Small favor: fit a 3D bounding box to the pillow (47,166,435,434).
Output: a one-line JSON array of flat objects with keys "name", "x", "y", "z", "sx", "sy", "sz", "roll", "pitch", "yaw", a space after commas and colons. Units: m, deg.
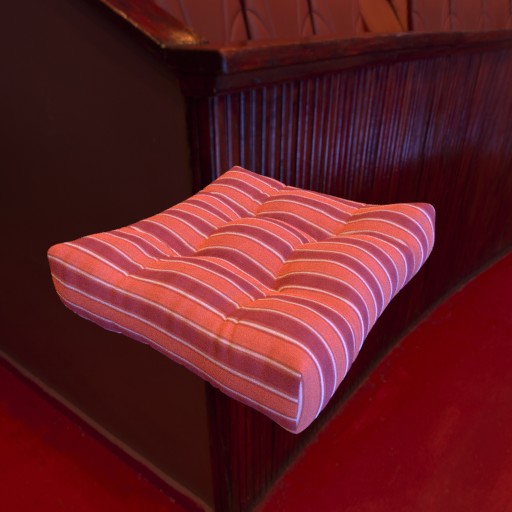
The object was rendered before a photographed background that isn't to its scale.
[{"name": "pillow", "x": 0.000, "y": 0.000, "z": 0.740, "sx": 0.468, "sy": 0.133, "sz": 0.490, "roll": 19, "pitch": 34, "yaw": 29}]
